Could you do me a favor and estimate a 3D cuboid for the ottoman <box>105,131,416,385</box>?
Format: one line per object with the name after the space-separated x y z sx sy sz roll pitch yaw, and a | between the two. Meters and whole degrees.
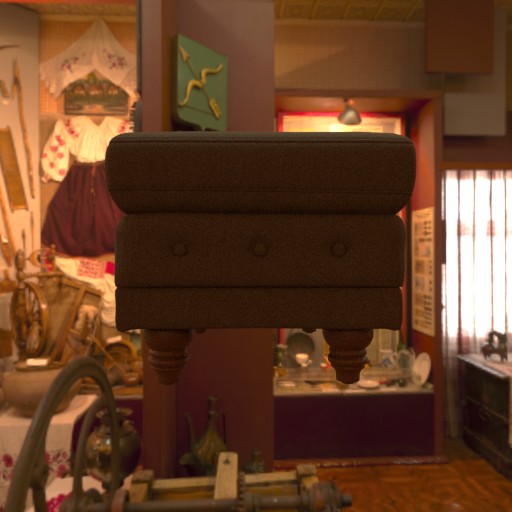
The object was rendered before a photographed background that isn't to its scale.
0.000 0.000 1.157 0.569 0.500 0.771 0 0 -1 | ottoman
